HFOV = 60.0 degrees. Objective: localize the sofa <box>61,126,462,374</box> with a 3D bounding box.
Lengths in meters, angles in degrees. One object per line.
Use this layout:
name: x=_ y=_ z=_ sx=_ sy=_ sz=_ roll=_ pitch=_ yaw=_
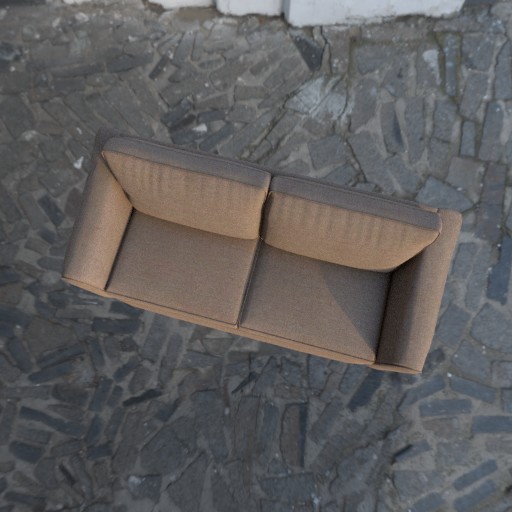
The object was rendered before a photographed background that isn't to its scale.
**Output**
sofa: x=0.000 y=0.000 z=2.825 sx=2.270 sy=0.906 sz=0.986 roll=14 pitch=76 yaw=4
